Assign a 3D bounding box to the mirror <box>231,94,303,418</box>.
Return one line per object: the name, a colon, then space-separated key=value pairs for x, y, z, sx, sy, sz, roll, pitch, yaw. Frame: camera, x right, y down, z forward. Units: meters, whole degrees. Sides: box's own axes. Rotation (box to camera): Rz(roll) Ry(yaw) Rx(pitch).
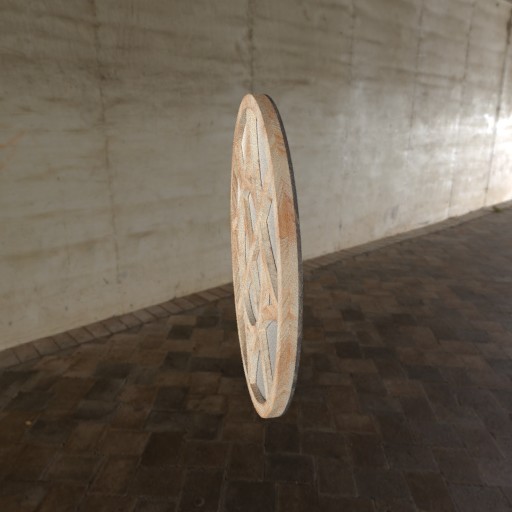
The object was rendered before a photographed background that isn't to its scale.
mirror: x=0.000 y=0.000 z=1.035 sx=0.038 sy=0.710 sz=0.710 roll=-3 pitch=17 yaw=-9
